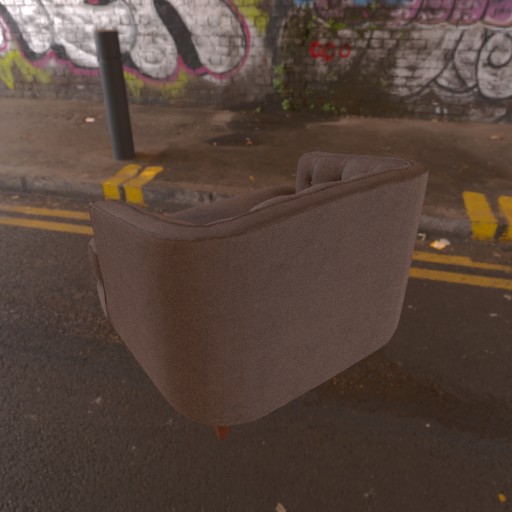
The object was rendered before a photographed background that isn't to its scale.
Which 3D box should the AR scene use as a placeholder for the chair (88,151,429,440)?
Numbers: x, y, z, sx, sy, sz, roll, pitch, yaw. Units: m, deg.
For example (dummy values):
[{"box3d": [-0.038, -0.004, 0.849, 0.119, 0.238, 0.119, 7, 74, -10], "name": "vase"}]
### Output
[{"box3d": [0.000, 0.000, 1.784, 1.104, 0.852, 0.941, -20, 36, -30], "name": "chair"}]
